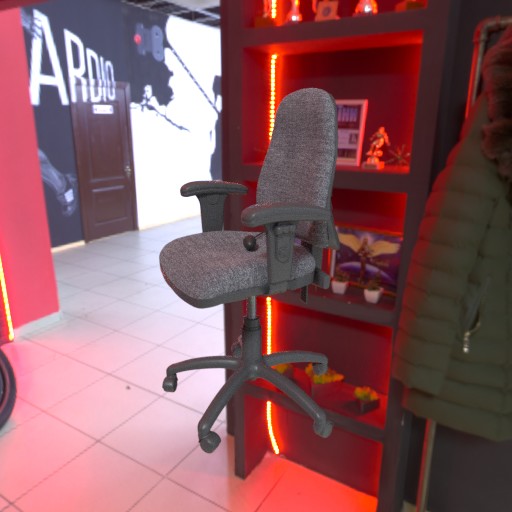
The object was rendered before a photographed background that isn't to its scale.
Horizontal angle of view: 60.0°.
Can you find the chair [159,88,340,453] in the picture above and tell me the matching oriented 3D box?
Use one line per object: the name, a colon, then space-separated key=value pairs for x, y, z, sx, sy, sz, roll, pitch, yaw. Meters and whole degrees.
chair: x=0.000 y=0.000 z=1.270 sx=0.530 sy=0.910 sz=0.550 roll=-8 pitch=18 yaw=-25
